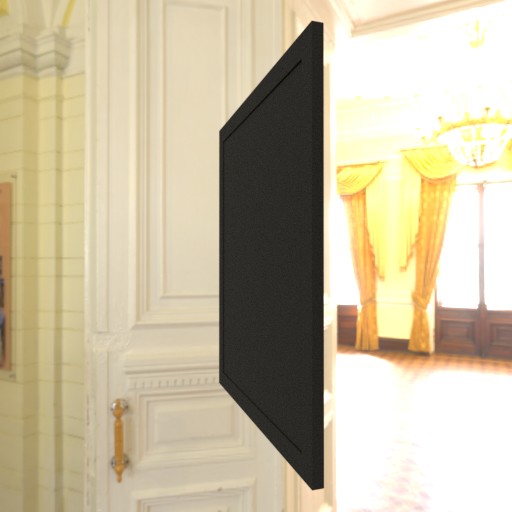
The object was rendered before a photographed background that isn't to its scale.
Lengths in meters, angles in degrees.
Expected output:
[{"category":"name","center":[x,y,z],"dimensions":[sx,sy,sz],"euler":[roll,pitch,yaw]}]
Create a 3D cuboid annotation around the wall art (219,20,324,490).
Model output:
[{"category":"wall art","center":[0.000,0.000,0.490],"dimensions":[0.010,0.361,0.311],"euler":[0,0,-18]}]
